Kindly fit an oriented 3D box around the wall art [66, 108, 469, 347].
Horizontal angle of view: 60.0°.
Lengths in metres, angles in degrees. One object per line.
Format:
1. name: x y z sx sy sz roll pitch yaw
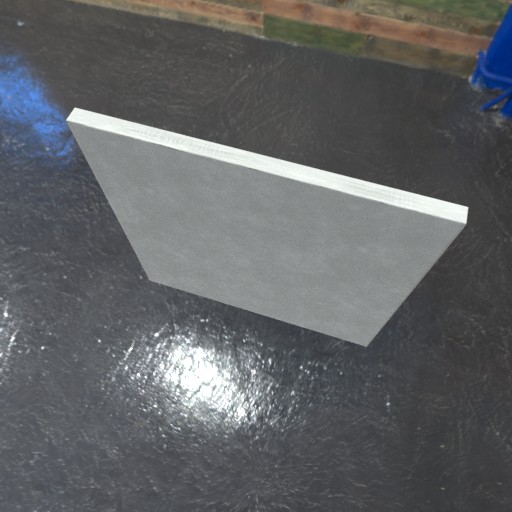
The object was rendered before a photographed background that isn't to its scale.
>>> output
1. wall art: 0.000 0.000 0.457 0.303 0.303 0.015 16 64 8
